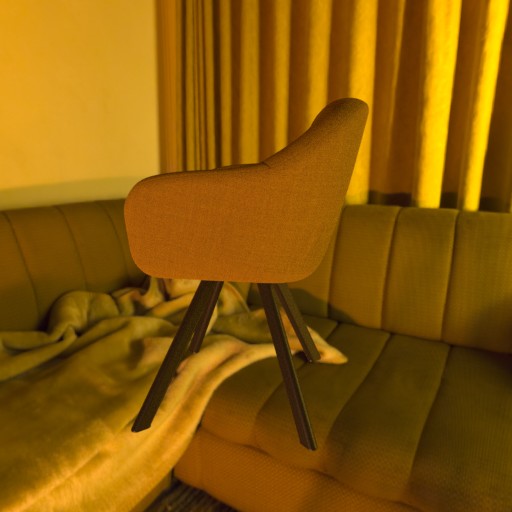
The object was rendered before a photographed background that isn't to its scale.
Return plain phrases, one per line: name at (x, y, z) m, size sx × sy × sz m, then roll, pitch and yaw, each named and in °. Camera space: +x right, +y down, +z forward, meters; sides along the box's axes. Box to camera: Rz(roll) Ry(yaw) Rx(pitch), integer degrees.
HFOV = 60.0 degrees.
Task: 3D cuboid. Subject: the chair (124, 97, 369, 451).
chair at (0.000, 0.000, 1.193) m, size 0.550 × 0.795 × 0.590 m, roll 2°, pitch 13°, yaw 9°
